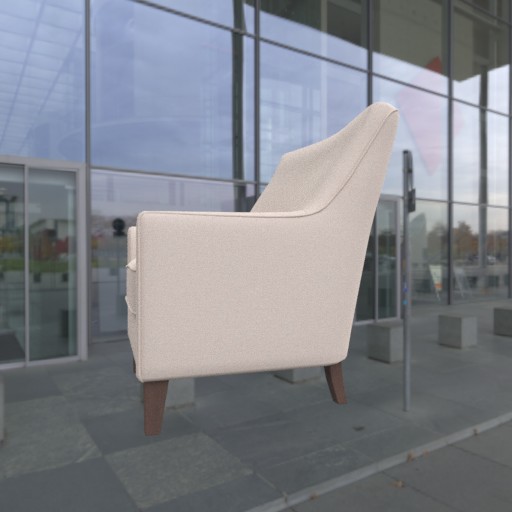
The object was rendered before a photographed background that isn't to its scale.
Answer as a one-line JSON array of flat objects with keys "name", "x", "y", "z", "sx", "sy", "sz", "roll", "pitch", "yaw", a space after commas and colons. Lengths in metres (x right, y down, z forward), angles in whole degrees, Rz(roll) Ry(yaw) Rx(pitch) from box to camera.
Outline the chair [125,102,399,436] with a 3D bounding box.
[{"name": "chair", "x": 0.000, "y": 0.000, "z": 1.565, "sx": 0.879, "sy": 0.916, "sz": 0.756, "roll": 0, "pitch": 0, "yaw": -18}]
